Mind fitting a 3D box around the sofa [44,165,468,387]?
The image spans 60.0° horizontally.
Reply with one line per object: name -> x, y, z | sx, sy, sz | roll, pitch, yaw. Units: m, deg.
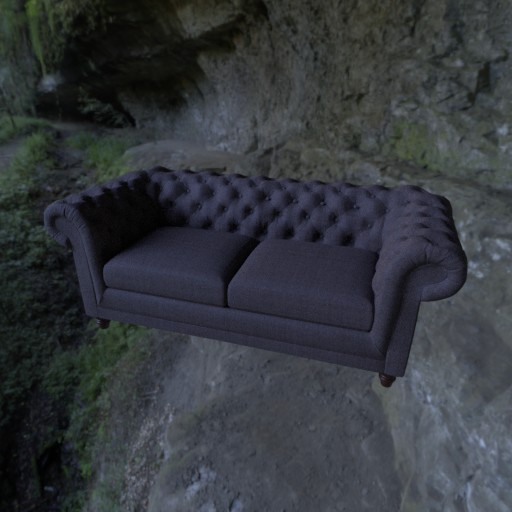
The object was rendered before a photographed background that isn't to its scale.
sofa -> 0.000, 0.000, 2.518 | 2.048, 0.780, 0.944 | 8, 26, 16
